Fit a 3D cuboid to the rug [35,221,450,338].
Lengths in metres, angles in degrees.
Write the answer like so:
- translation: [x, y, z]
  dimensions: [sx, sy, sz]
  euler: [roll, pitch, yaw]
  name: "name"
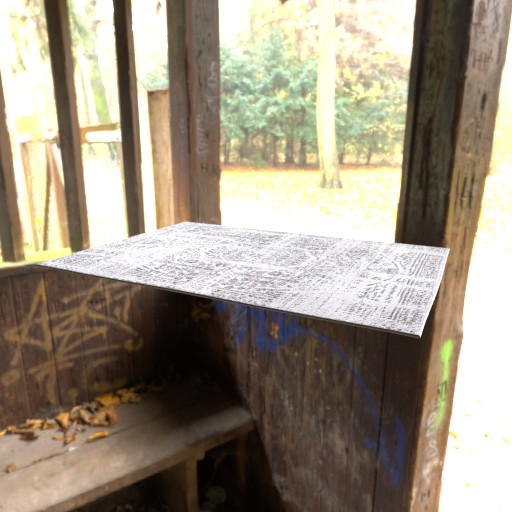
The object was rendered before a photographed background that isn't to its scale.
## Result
- translation: [0.000, 0.000, 3.141]
  dimensions: [2.438, 0.026, 1.706]
  euler: [8, 17, 26]
  name: "rug"
